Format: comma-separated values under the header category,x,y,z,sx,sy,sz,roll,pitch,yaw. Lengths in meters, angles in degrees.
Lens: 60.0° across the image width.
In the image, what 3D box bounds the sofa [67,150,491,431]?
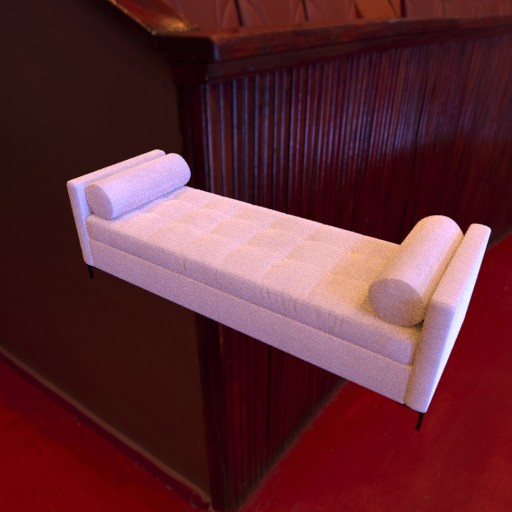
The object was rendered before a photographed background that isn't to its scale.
category,x,y,z,sx,sy,sz,roll,pitch,yaw
sofa,0.000,0.000,2.278,1.981,0.635,0.686,19,36,28
